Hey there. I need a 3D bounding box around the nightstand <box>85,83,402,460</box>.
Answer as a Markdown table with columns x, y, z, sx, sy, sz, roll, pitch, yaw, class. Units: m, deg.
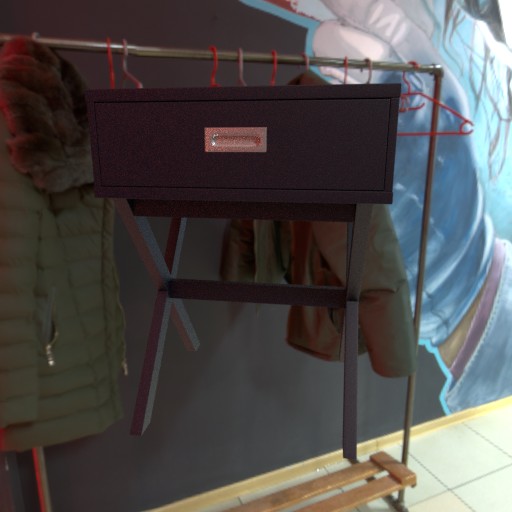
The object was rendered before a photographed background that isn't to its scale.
| x | y | z | sx | sy | sz | roll | pitch | yaw | class |
| --- | --- | --- | --- | --- | --- | --- | --- | --- | --- |
| 0.000 | 0.000 | 0.926 | 0.479 | 0.623 | 0.402 | 2 | 15 | 9 | nightstand |
